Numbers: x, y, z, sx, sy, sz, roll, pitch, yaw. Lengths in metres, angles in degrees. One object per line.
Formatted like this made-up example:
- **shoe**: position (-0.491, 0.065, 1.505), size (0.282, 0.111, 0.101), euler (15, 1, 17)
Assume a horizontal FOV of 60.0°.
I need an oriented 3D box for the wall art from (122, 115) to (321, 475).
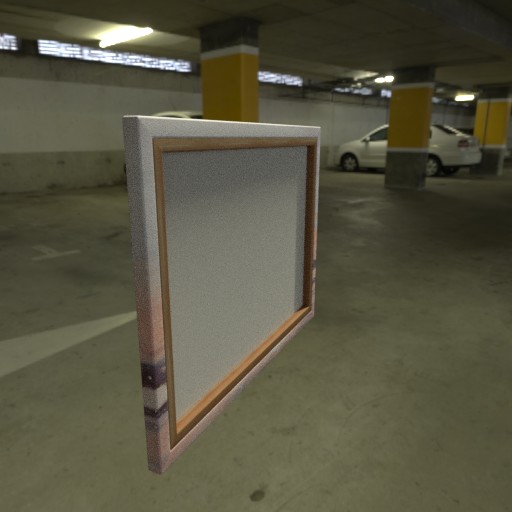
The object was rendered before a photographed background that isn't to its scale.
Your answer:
- **wall art**: position (0.000, 0.000, 1.330), size (0.038, 0.763, 1.015), euler (7, 17, 26)
